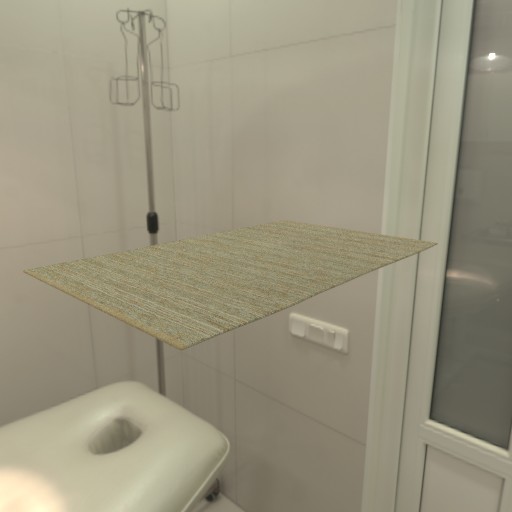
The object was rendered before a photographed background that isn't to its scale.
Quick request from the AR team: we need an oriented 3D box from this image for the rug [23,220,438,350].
[{"bbox_3d":[0.000,0.000,3.013,1.540,0.012,2.448,13,19,41],"label":"rug"}]
